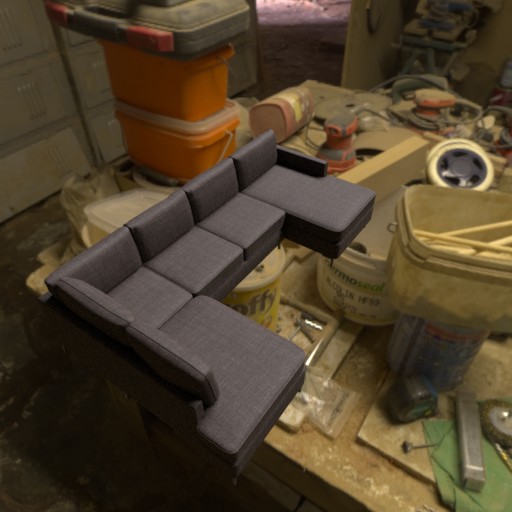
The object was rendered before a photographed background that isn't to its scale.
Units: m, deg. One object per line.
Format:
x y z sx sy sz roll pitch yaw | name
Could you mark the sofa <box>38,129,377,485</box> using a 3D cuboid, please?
0.000 0.000 4.365 2.048 0.999 3.423 25 48 25 | sofa
